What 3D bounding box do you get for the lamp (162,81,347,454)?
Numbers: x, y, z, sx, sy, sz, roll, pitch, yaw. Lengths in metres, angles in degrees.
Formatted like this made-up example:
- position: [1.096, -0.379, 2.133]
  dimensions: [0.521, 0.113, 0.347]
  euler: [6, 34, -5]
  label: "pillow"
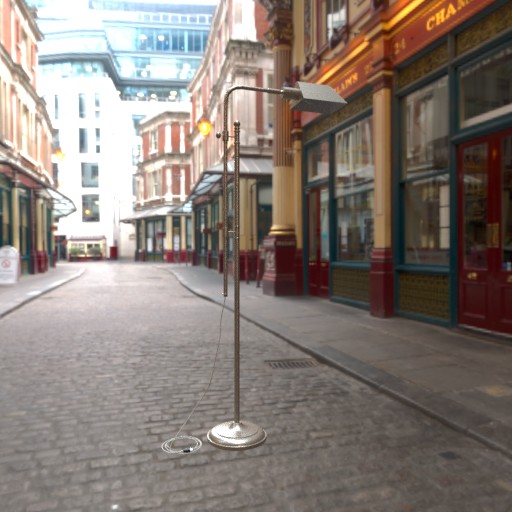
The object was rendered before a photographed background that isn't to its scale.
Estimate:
- position: [0.000, 0.000, 1.940]
  dimensions: [0.813, 1.571, 0.256]
  euler: [0, 0, -18]
  label: "lamp"
